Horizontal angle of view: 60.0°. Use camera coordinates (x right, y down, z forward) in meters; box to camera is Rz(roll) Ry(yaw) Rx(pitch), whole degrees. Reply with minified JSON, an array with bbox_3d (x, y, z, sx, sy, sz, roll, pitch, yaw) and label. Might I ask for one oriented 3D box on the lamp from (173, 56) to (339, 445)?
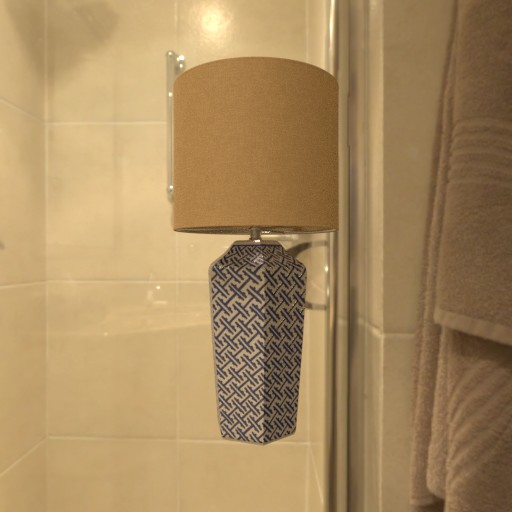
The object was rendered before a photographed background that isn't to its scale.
[{"bbox_3d":[0.000,0.000,0.871,0.320,0.682,0.320,0,0,-35],"label":"lamp"}]
